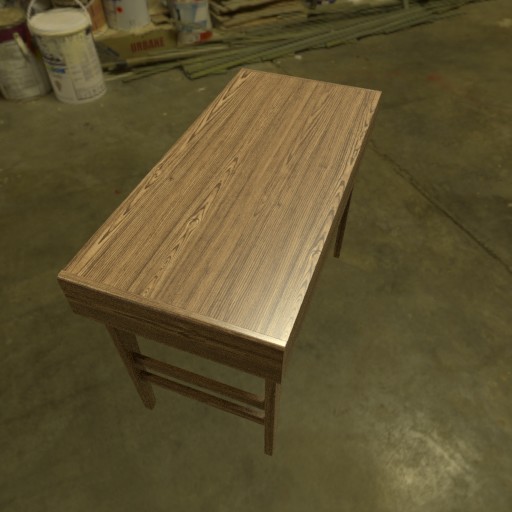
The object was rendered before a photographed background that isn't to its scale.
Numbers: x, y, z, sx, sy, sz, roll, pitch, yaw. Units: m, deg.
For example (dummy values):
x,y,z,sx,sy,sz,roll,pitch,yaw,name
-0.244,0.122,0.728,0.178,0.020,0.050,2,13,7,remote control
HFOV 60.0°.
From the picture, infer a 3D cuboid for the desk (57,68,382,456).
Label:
x,y,z,sx,sy,sz,roll,pitch,yaw,name
0.000,0.000,1.488,0.508,0.755,1.067,15,49,14,desk
